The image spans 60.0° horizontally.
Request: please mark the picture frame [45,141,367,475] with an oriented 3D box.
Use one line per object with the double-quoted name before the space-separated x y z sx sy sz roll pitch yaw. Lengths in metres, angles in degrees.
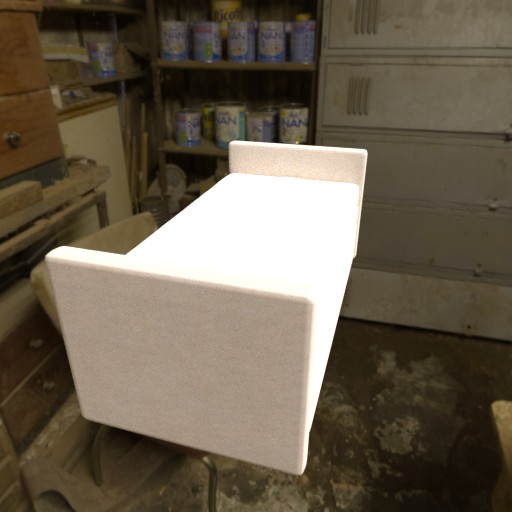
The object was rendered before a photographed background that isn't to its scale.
"picture frame" 0.000 0.000 2.686 1.069 0.891 2.161 8 28 15
